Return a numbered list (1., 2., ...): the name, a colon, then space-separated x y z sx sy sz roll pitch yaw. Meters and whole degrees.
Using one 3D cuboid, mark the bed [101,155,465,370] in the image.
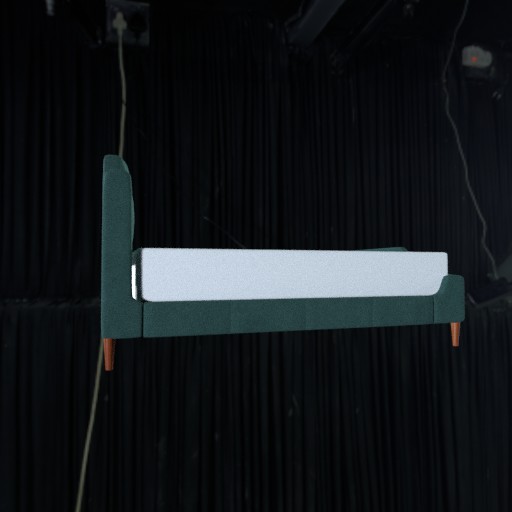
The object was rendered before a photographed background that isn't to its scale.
1. bed: 0.000 0.000 3.599 2.340 1.245 2.074 1 -2 -18
